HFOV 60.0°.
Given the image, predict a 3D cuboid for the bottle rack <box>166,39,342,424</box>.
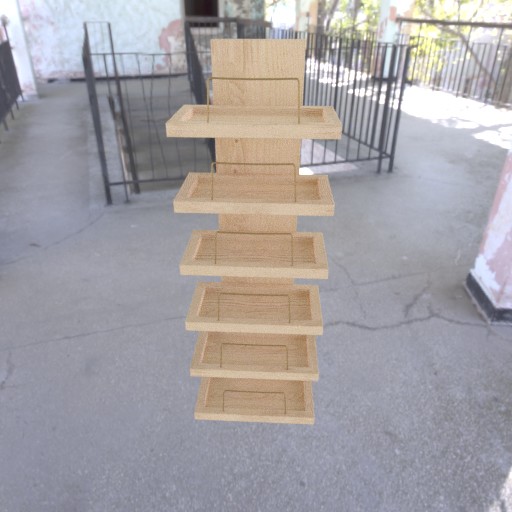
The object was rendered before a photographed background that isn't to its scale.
[{"bbox_3d":[0.000,0.000,1.084,0.330,0.943,0.206,2,30,3],"label":"bottle rack"}]
